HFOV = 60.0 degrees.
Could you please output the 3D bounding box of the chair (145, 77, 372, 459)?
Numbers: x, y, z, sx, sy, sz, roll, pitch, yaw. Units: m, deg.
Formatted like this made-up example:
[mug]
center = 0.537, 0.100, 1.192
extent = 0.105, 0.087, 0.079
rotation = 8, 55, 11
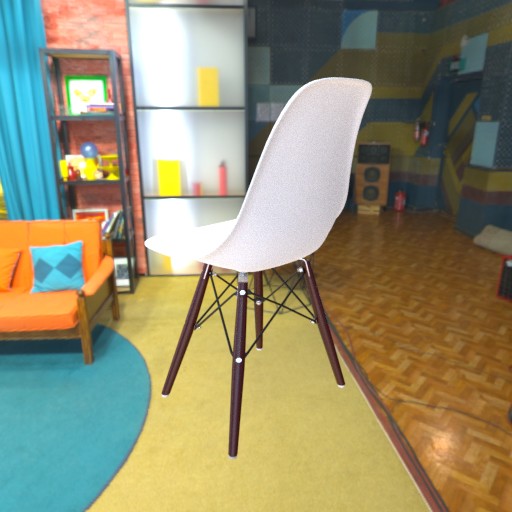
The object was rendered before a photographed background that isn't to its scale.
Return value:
[chair]
center = 0.000, 0.000, 1.149
extent = 0.533, 0.826, 0.470
rotation = 16, 24, 42
